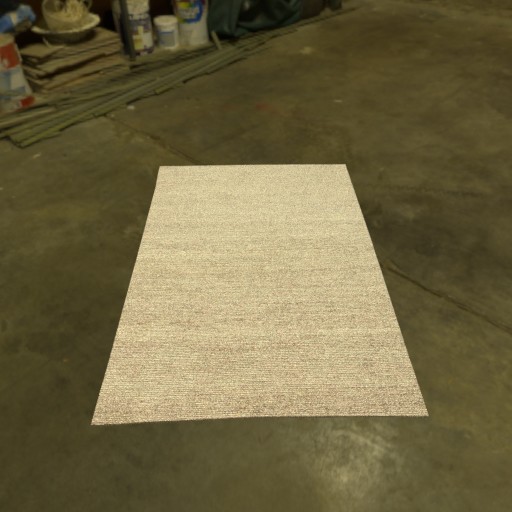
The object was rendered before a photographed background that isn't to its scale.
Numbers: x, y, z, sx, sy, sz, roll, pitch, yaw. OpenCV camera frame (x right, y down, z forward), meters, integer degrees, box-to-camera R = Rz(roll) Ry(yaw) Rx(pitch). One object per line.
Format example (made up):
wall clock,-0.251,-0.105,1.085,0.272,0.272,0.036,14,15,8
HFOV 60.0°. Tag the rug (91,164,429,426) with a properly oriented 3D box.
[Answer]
rug,0.000,0.000,2.961,1.609,0.030,2.342,-1,42,-1
